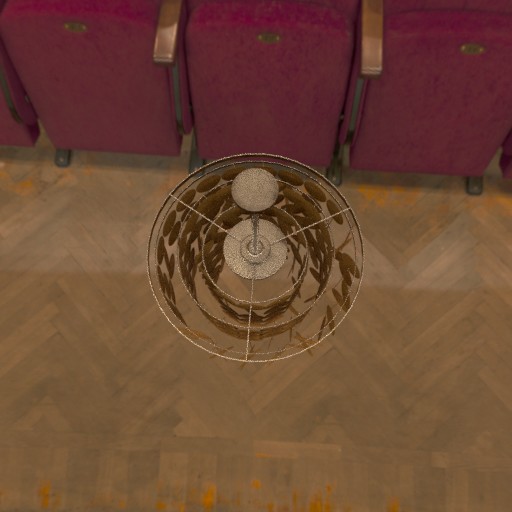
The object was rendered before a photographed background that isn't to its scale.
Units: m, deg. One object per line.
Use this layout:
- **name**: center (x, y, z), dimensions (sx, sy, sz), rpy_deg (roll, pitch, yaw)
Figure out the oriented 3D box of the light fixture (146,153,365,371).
- **light fixture**: center (0.000, 0.000, 0.738), dimensions (0.368, 0.492, 0.368), rpy_deg (0, 73, 0)
